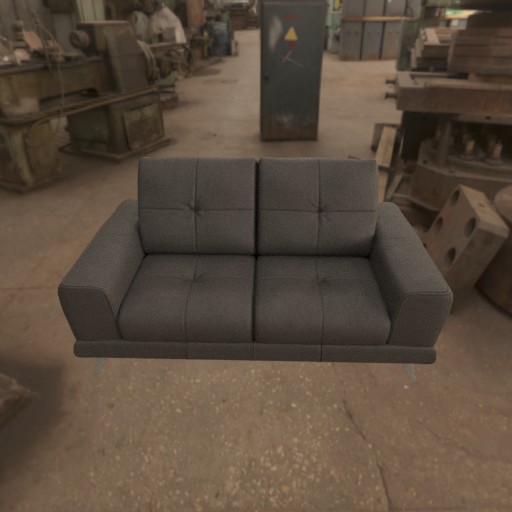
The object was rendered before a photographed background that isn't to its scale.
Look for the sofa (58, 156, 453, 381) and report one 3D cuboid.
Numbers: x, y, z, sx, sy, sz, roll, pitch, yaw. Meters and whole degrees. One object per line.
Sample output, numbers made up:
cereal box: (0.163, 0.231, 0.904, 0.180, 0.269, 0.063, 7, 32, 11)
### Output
sofa: (0.000, 0.000, 2.421, 1.806, 0.907, 1.018, 1, 30, 1)
